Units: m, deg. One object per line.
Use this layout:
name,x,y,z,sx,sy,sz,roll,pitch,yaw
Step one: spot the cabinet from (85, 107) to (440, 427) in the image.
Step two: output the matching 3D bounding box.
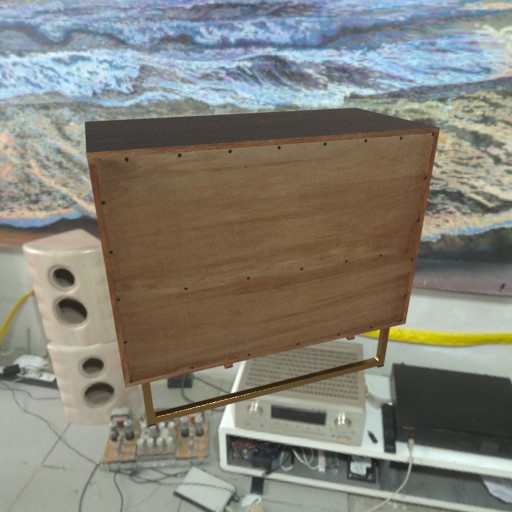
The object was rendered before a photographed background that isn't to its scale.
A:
cabinet,0.000,0.000,1.492,0.950,0.860,0.451,-9,27,-18
